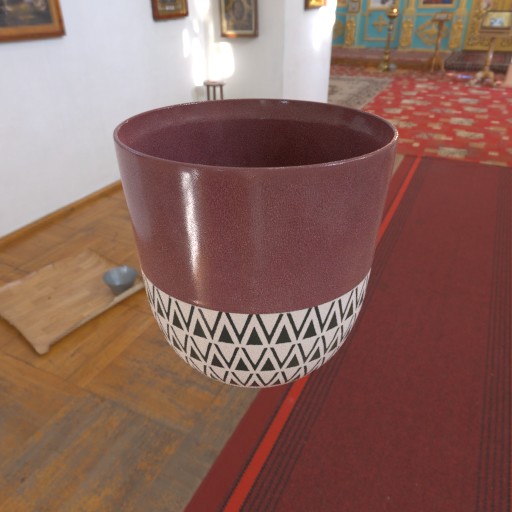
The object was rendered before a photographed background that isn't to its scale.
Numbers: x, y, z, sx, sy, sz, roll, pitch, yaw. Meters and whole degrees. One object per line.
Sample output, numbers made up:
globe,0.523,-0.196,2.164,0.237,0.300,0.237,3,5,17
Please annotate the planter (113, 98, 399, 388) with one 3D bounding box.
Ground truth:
planter,0.000,0.000,0.365,0.195,0.214,0.195,0,30,0
